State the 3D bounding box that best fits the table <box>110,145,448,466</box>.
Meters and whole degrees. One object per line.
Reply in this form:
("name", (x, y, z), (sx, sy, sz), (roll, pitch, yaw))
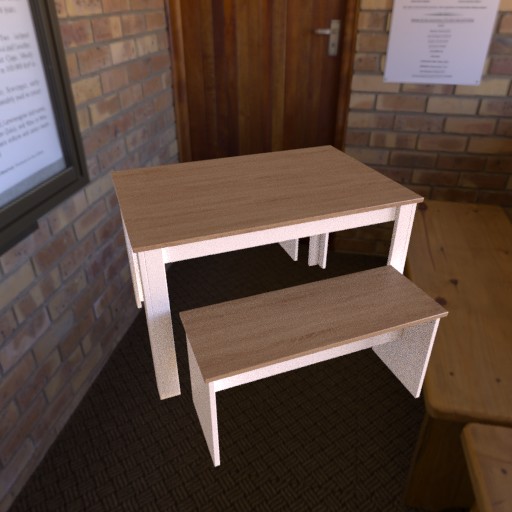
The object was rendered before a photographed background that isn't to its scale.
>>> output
("table", (0.000, 0.000, 2.012), (1.100, 0.700, 1.443), (-11, 32, -18))
